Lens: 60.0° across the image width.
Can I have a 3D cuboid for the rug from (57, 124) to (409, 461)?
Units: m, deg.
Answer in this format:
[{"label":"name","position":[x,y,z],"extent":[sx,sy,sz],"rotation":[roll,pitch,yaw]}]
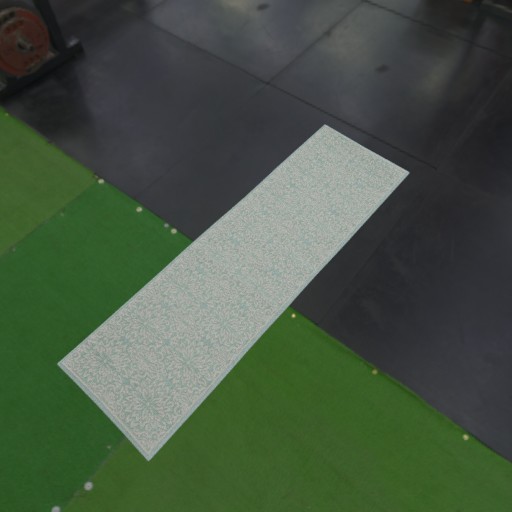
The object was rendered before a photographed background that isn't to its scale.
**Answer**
[{"label":"rug","position":[0.000,0.000,2.472],"extent":[0.662,0.011,2.196],"rotation":[37,65,20]}]
